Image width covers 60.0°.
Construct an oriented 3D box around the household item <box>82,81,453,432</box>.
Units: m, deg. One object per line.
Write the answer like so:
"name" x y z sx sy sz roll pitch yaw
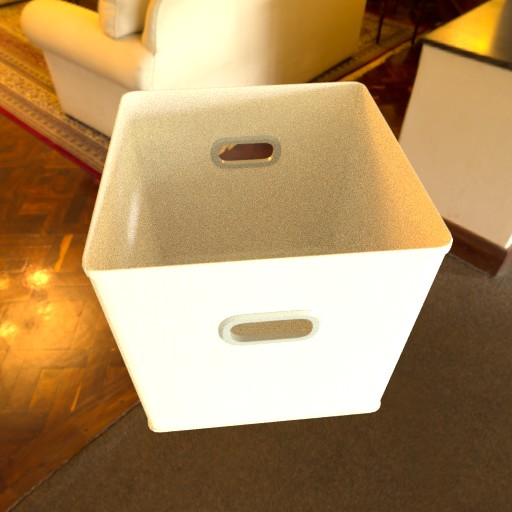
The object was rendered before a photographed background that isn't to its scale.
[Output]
"household item" 0.000 0.000 0.563 0.305 0.305 0.305 -4 47 -4
